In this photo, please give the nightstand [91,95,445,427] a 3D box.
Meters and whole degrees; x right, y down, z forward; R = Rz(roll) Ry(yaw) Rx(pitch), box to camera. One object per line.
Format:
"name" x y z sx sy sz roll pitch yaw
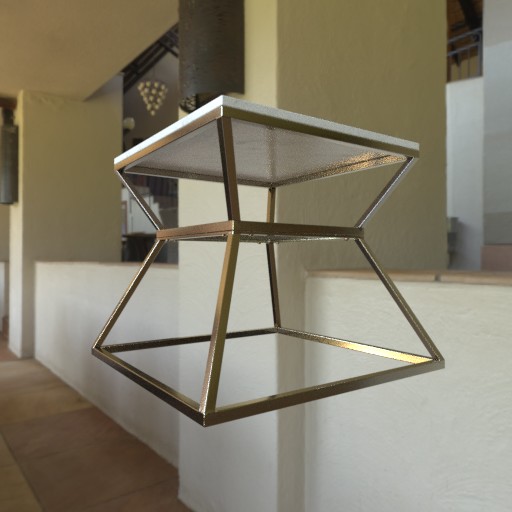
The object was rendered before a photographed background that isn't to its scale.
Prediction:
"nightstand" 0.000 0.000 0.902 0.514 0.426 0.513 0 0 -35
